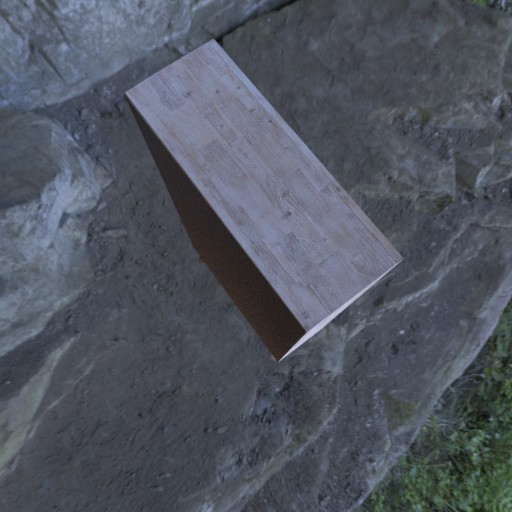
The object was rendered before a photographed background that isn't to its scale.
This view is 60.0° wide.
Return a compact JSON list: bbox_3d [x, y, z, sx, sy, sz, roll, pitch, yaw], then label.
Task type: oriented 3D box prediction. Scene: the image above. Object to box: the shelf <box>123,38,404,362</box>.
[{"bbox_3d":[0.000,0.000,1.764,0.308,1.471,0.748,-35,77,-10],"label":"shelf"}]
